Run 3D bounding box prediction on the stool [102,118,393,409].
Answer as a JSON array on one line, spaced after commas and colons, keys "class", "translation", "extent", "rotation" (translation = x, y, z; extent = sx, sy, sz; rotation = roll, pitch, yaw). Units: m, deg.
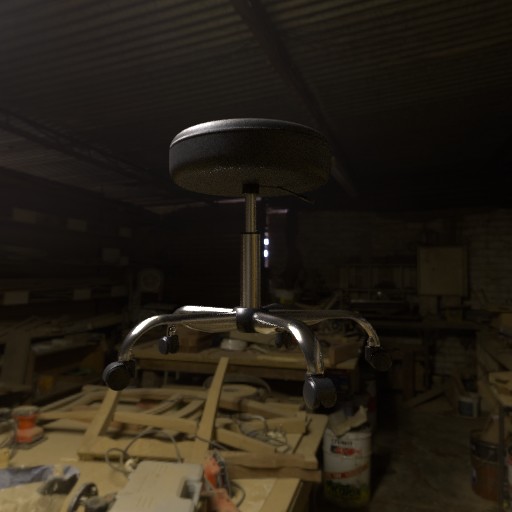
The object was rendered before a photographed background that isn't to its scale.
[{"class": "stool", "translation": [0.000, 0.000, 1.152], "extent": [0.673, 0.576, 0.638], "rotation": [-1, -2, 18]}]
